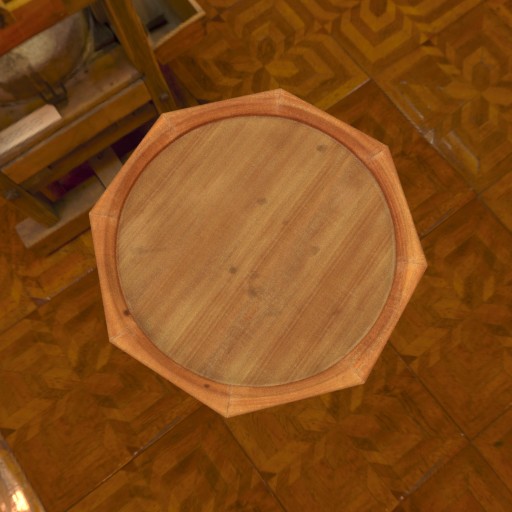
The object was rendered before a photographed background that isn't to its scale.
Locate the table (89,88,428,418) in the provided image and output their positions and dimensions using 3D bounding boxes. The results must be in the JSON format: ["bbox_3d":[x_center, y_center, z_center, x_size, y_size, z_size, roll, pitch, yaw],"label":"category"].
[{"bbox_3d":[0.000,0.000,1.507,1.002,0.444,1.002,0,77,0],"label":"table"}]
